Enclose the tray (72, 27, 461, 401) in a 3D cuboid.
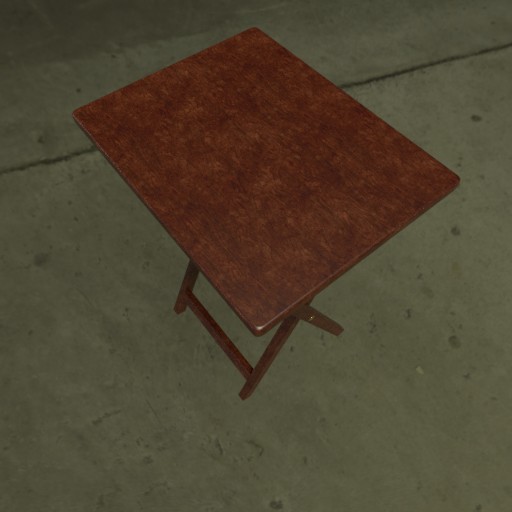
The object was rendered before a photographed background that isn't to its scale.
[{"bbox_3d":[0.000,0.000,0.955,0.381,0.660,0.483,-34,65,-19],"label":"tray"}]
